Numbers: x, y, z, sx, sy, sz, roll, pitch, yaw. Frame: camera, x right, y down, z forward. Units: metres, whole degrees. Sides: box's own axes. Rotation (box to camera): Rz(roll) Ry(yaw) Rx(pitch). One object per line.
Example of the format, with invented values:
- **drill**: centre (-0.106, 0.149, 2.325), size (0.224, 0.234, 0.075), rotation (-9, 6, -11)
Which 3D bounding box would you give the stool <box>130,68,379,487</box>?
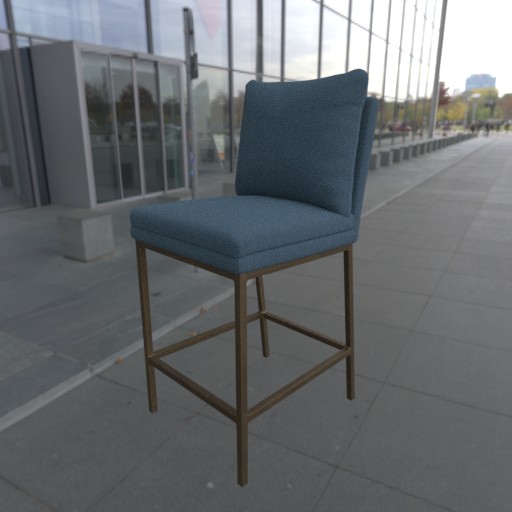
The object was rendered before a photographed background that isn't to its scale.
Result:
- **stool**: centre (0.000, 0.000, 1.320), size (0.568, 1.032, 0.463), rotation (-16, 23, -42)
